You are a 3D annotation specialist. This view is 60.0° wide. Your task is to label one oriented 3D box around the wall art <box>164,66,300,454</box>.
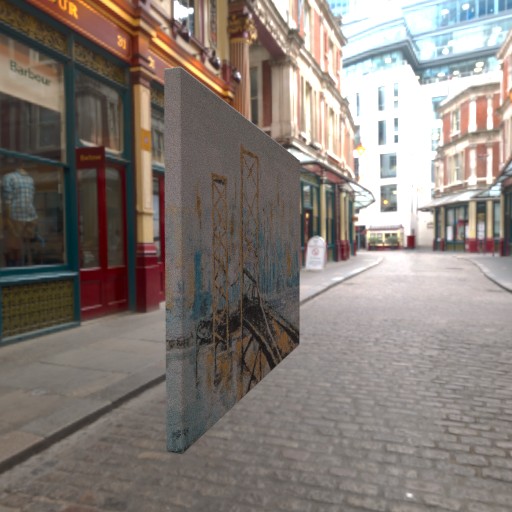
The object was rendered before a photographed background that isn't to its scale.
[{"bbox_3d":[0.000,0.000,1.353,0.038,0.762,1.016,1,2,19],"label":"wall art"}]
